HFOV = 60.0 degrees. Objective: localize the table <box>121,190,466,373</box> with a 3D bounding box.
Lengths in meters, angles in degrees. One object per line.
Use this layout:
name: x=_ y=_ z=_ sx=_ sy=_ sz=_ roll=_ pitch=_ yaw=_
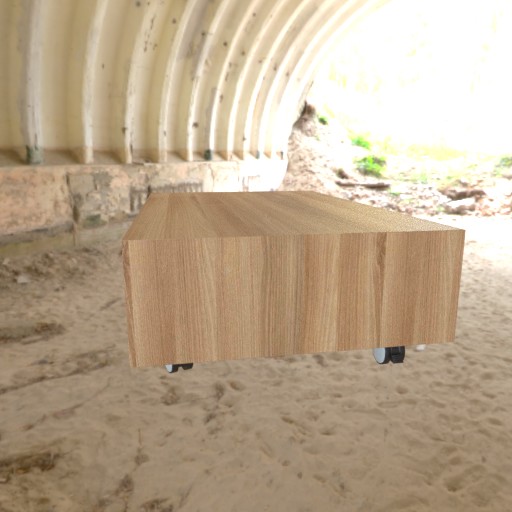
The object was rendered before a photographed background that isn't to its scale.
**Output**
table: x=0.000 y=0.000 z=1.437 sx=0.700 sy=0.330 sz=1.100 roll=-2 pitch=13 yaw=-10
